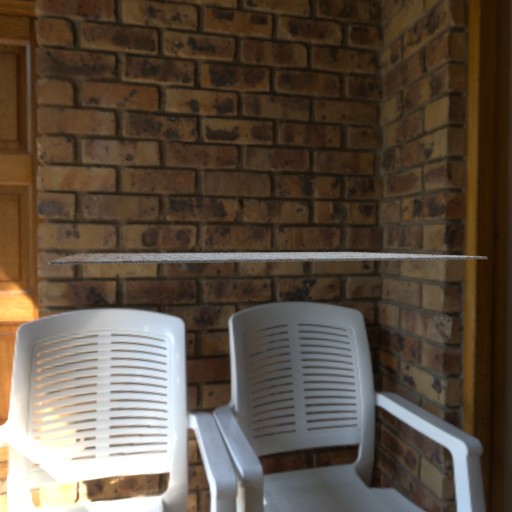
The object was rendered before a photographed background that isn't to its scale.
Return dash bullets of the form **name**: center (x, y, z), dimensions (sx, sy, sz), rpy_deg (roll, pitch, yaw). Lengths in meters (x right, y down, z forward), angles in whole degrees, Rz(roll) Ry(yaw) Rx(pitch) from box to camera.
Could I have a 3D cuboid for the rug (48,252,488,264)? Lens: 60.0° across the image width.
- **rug**: center (0.000, 0.000, 2.311), dimensions (1.829, 0.011, 1.219), rpy_deg (0, 2, -18)
